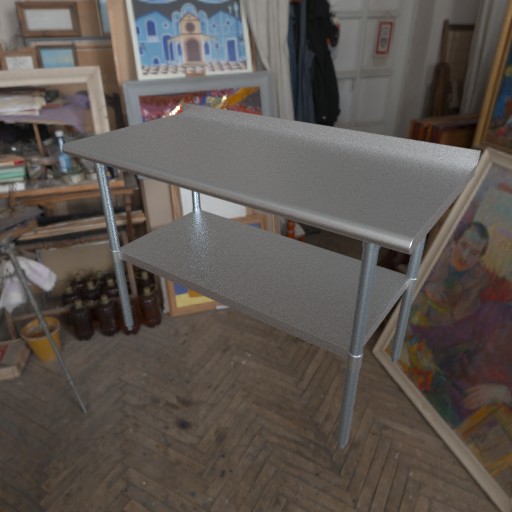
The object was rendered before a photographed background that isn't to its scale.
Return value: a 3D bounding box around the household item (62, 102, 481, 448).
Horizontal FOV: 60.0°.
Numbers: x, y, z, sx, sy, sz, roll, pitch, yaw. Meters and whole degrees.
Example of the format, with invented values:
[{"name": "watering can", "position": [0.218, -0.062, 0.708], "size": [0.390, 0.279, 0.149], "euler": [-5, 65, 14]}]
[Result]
[{"name": "household item", "position": [0.000, 0.000, 1.631], "size": [1.219, 0.851, 0.610], "euler": [20, 36, 30]}]
